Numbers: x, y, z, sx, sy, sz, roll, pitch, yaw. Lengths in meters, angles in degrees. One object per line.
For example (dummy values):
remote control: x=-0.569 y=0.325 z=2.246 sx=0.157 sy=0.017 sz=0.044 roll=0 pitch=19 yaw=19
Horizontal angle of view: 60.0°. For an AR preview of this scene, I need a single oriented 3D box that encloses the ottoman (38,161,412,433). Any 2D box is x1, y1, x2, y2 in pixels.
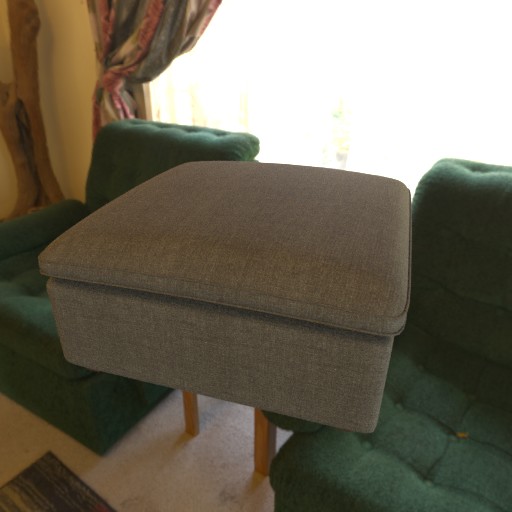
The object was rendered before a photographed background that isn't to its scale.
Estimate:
ottoman: x=0.000 y=0.000 z=1.674 sx=1.067 sy=0.559 sz=1.067 roll=8 pitch=28 yaw=16
